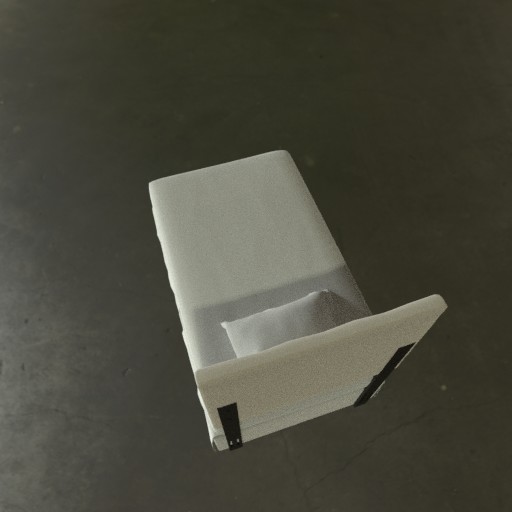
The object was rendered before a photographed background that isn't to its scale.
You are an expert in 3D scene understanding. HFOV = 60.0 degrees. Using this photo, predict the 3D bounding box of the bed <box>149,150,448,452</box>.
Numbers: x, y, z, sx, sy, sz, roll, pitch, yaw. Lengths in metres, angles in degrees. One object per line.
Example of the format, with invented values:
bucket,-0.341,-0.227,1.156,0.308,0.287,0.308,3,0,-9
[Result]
bed,0.000,0.000,2.994,1.261,1.571,1.997,-16,59,-10
